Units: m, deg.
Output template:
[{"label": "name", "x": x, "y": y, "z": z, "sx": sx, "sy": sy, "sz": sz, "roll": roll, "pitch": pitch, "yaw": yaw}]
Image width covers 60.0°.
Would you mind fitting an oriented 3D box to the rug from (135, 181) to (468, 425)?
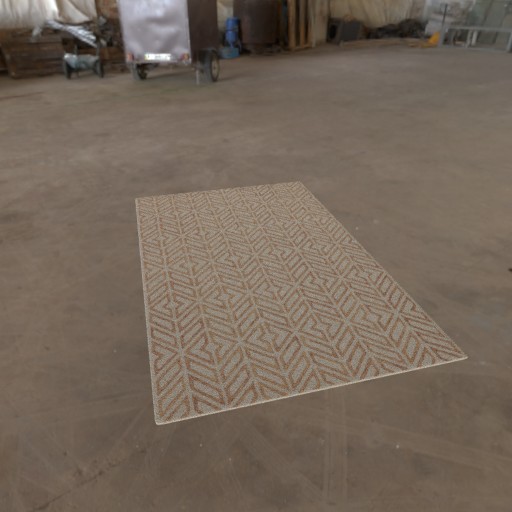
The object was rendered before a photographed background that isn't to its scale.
[{"label": "rug", "x": 0.000, "y": 0.000, "z": 3.026, "sx": 1.523, "sy": 0.008, "sz": 2.438, "roll": -8, "pitch": 32, "yaw": -13}]
